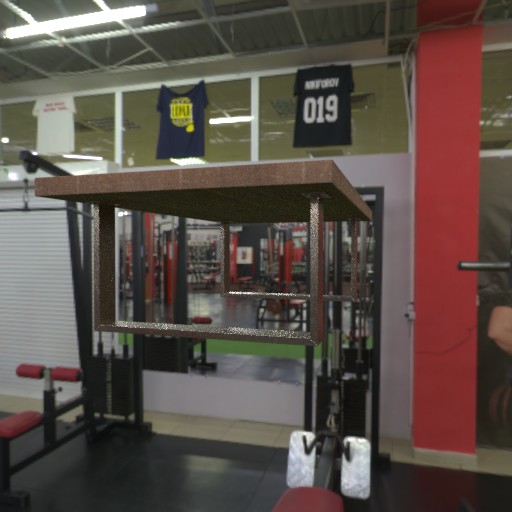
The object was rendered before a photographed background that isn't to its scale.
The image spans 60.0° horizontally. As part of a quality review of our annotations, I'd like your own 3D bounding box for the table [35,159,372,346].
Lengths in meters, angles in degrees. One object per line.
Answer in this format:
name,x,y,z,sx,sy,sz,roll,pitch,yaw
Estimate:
table,0.000,0.000,1.739,0.800,0.440,1.400,0,1,18
